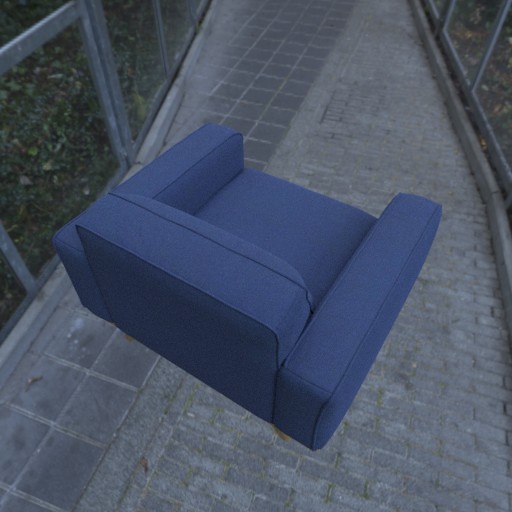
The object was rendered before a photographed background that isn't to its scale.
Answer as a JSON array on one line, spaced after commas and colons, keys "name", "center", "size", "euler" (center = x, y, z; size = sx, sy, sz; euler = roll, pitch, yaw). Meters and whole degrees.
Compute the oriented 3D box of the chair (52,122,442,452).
[{"name": "chair", "center": [0.000, 0.000, 1.719], "size": [1.118, 0.783, 0.953], "euler": [25, 52, 22]}]
